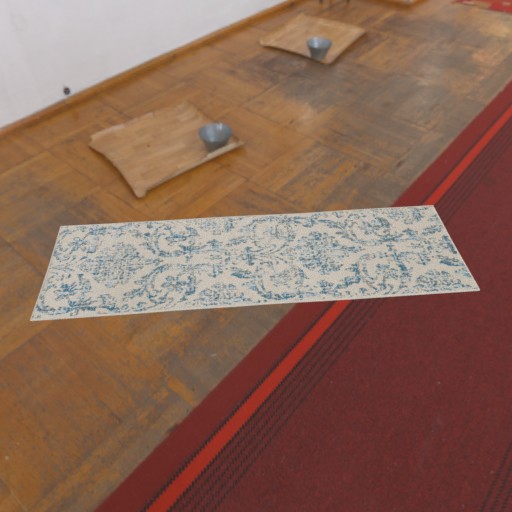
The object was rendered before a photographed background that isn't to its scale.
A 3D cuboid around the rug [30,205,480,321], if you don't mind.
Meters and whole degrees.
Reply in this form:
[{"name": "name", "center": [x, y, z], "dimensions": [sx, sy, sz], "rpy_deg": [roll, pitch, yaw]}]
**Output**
[{"name": "rug", "center": [0.000, 0.000, 2.379], "dimensions": [2.196, 0.011, 0.662], "rpy_deg": [-4, 47, -3]}]
